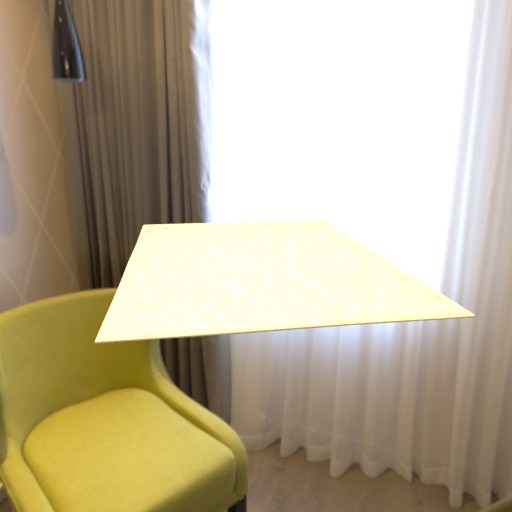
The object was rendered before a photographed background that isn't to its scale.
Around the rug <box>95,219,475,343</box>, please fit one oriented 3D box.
[{"bbox_3d":[0.000,0.000,2.861,1.598,0.014,2.202,-2,16,-9],"label":"rug"}]
